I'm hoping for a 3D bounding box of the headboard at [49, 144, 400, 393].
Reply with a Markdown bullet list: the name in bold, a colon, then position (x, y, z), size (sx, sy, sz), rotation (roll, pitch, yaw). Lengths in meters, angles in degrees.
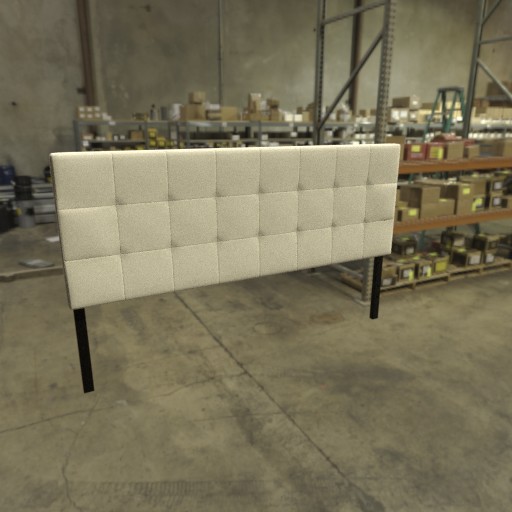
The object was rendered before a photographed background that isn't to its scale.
- **headboard**: position (0.000, 0.000, 2.954), size (2.362, 1.410, 0.120), rotation (-9, 19, -26)
